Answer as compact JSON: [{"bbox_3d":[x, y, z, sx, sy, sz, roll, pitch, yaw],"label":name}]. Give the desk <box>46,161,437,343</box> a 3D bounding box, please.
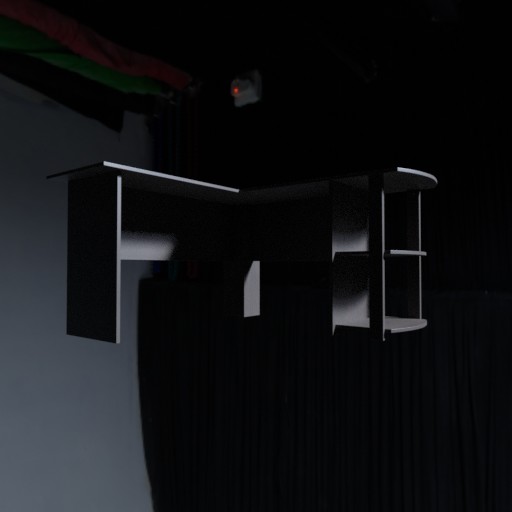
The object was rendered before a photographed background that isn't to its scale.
[{"bbox_3d":[0.000,0.000,2.065,1.361,0.716,1.303,-1,-2,38],"label":"desk"}]
